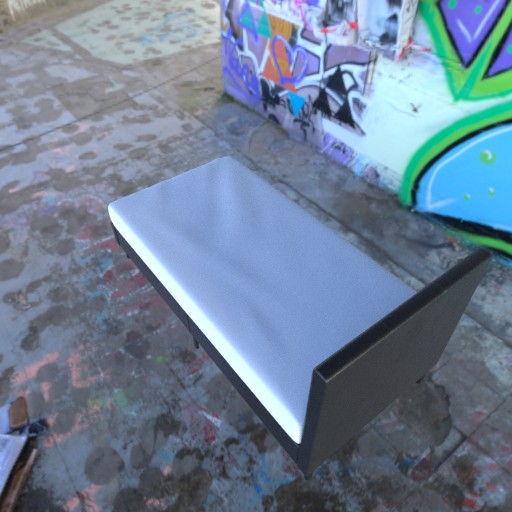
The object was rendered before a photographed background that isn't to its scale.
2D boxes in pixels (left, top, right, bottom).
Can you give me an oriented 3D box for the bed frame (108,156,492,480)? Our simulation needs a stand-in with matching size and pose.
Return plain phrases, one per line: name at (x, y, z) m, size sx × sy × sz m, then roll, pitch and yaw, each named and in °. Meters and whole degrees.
bed frame at (0.000, 0.000, 2.530) m, size 1.038 × 1.046 × 2.152 m, roll -28°, pitch 51°, yaw -26°
